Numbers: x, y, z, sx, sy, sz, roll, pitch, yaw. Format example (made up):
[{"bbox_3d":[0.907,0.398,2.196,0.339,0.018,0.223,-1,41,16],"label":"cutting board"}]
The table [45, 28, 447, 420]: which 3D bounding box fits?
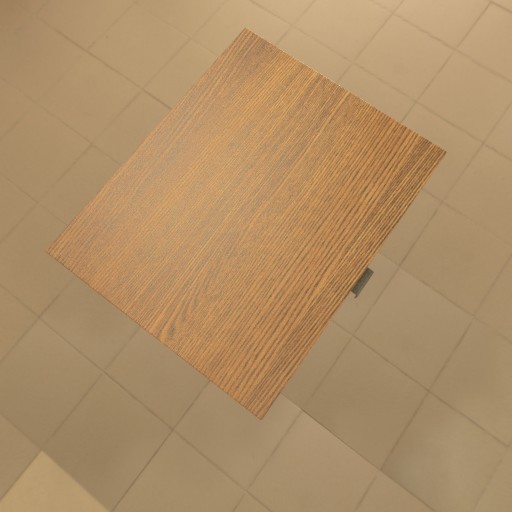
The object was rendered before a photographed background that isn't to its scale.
[{"bbox_3d":[0.000,0.000,0.951,0.400,0.610,0.482,35,78,9],"label":"table"}]
